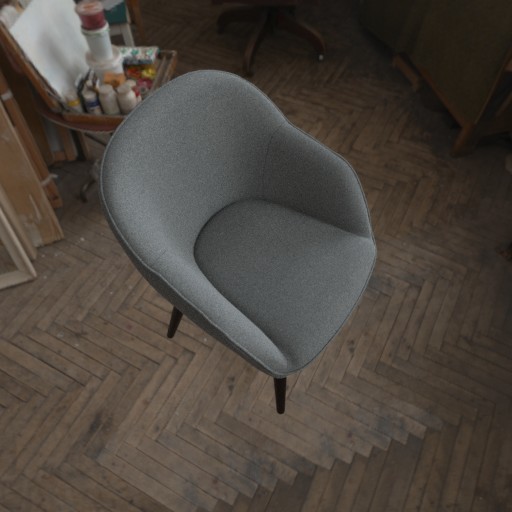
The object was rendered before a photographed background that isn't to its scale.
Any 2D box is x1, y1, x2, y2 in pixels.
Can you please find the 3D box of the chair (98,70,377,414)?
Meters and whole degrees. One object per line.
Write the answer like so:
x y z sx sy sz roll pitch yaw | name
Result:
0.000 0.000 1.250 0.611 0.810 0.589 30 63 17 | chair
